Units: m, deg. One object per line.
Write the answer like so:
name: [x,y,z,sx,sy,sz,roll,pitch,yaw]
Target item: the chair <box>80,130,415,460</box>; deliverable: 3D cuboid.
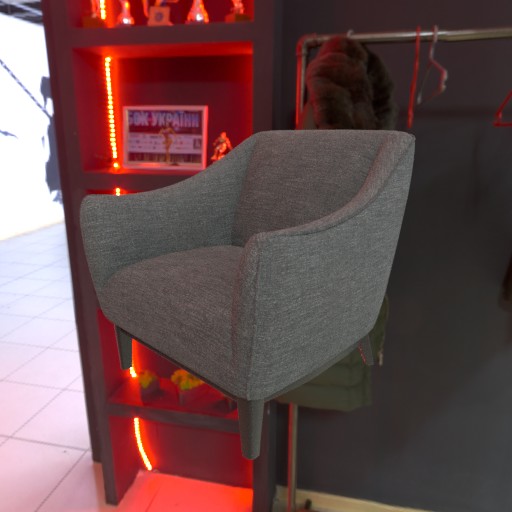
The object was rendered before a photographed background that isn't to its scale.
chair: [0.000,0.000,1.513,0.870,0.829,0.851,15,22,43]
